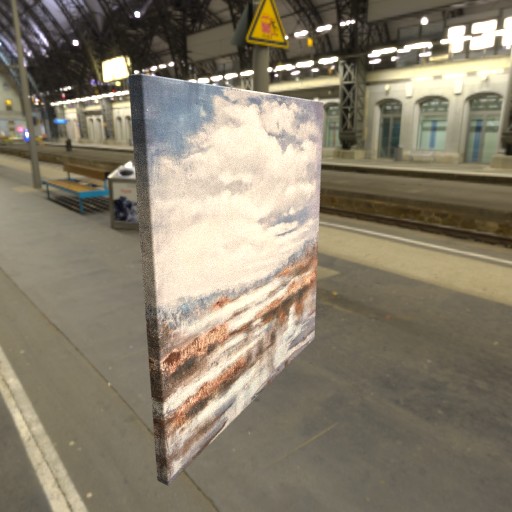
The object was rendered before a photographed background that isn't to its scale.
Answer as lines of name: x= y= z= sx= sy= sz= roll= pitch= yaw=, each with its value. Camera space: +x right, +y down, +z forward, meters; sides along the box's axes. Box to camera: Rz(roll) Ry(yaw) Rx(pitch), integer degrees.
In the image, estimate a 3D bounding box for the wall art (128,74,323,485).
wall art: x=0.000 y=0.000 z=1.293 sx=0.035 sy=0.897 sz=0.888 roll=9 pitch=18 yaw=28
